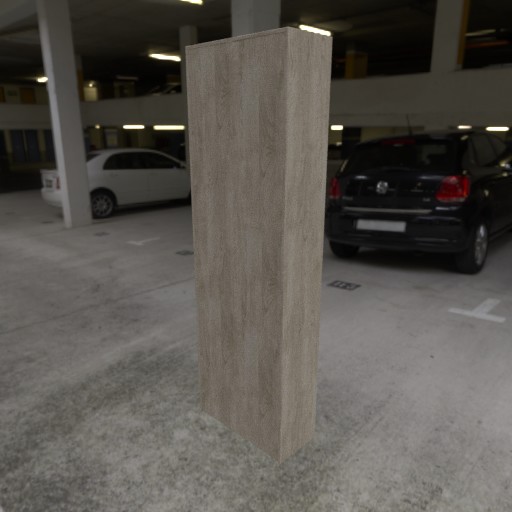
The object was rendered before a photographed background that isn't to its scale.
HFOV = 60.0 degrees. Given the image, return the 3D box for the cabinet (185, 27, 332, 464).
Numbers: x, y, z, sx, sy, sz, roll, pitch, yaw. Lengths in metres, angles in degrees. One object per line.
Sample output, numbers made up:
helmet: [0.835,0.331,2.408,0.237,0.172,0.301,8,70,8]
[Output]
cabinet: [0.000,0.000,1.853,0.520,1.630,0.250,16,22,42]
